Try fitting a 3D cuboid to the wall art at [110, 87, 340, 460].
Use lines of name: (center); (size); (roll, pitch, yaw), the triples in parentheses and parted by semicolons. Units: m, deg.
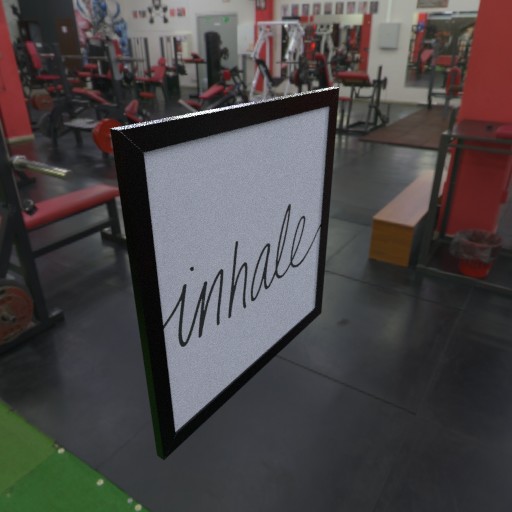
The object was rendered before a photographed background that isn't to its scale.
wall art: (0.000, 0.000, 0.673); (0.014, 0.445, 0.446); (18, 32, 32)
